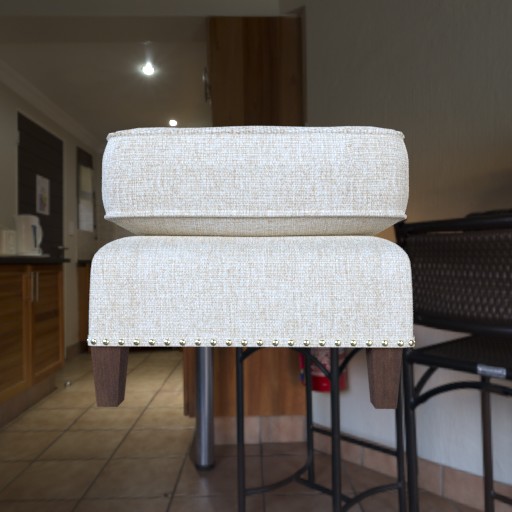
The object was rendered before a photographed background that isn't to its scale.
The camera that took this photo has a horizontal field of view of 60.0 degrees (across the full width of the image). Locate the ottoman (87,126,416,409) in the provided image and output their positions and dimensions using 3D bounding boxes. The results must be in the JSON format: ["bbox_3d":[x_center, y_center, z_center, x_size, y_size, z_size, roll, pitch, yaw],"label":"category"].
[{"bbox_3d":[0.000,0.000,1.128,0.589,0.537,0.738,0,0,1],"label":"ottoman"}]
